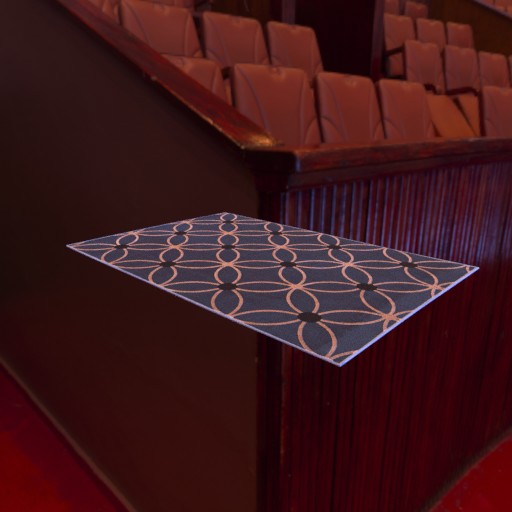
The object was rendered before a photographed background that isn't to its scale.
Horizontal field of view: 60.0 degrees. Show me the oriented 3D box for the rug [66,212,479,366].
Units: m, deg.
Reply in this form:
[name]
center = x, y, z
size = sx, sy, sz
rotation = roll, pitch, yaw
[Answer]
[rug]
center = 0.000, 0.000, 2.905
size = 2.284, 0.008, 1.522
rotation = 16, 24, 41
